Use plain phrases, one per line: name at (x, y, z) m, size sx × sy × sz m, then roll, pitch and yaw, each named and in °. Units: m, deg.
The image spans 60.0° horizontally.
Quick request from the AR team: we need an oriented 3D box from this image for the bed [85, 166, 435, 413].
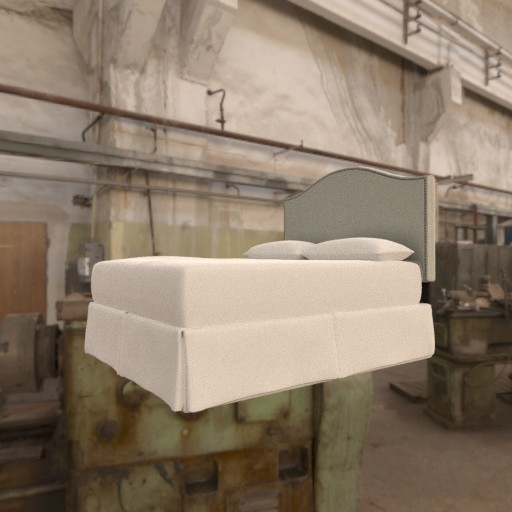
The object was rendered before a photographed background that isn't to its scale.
bed at (0.000, 0.000, 3.476) m, size 2.180 × 1.607 × 1.813 m, roll 0°, pitch 0°, yaw -36°
